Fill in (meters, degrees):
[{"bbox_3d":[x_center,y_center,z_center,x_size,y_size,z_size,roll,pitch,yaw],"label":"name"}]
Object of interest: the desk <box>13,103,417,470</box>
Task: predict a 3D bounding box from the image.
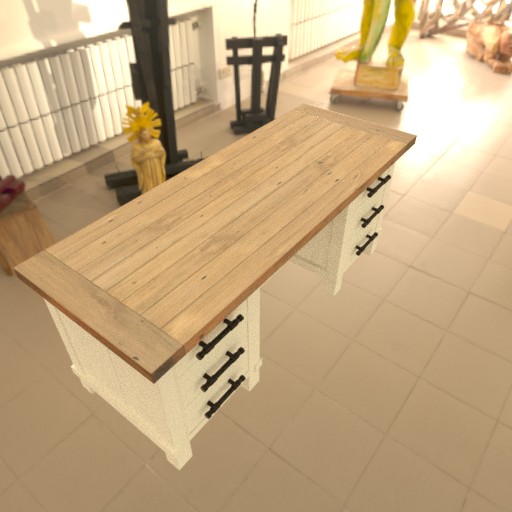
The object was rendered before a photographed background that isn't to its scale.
[{"bbox_3d":[0.000,0.000,2.131,0.688,0.760,1.803,27,47,28],"label":"desk"}]
